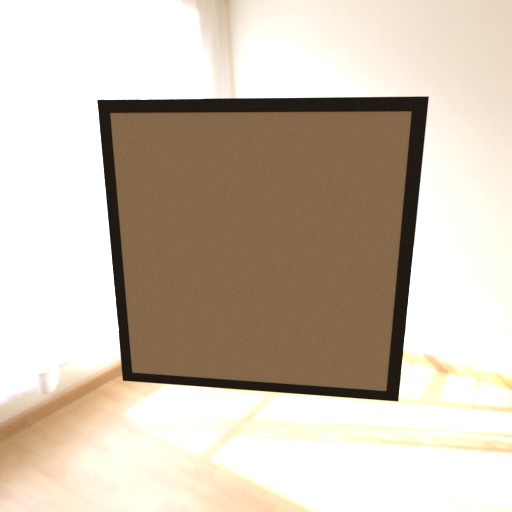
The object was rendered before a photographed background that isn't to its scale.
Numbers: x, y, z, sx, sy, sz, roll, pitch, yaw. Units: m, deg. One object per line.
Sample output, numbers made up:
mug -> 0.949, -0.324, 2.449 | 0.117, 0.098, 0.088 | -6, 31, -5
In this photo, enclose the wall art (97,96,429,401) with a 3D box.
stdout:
wall art -> 0.000, 0.000, 0.454 | 0.306, 0.304, 0.015 | 2, 16, 7
